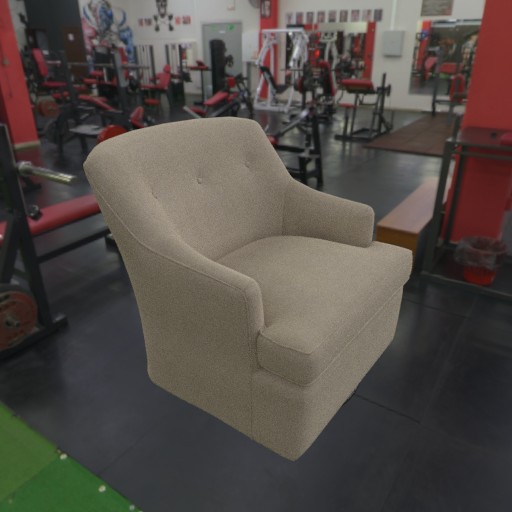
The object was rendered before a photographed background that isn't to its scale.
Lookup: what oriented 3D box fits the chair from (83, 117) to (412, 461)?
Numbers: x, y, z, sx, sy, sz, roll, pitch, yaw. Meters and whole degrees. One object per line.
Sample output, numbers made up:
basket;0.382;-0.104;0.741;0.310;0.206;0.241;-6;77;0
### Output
chair;0.000;0.000;1.613;0.923;0.856;0.864;18;31;33
